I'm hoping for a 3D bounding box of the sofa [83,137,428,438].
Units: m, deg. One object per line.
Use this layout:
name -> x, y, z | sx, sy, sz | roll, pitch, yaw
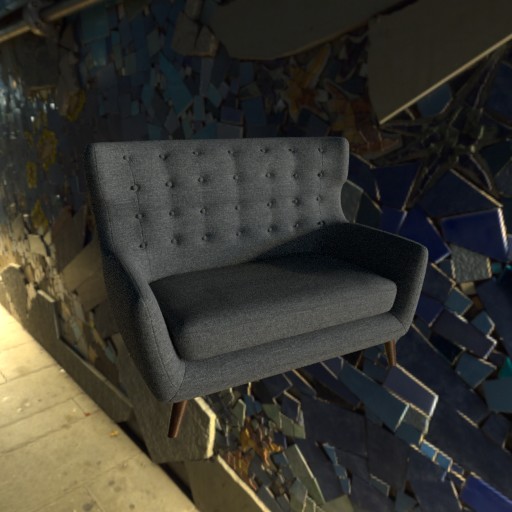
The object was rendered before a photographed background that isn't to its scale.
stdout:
sofa -> 0.000, 0.000, 2.058 | 1.358, 1.028, 0.874 | -9, 19, -26
